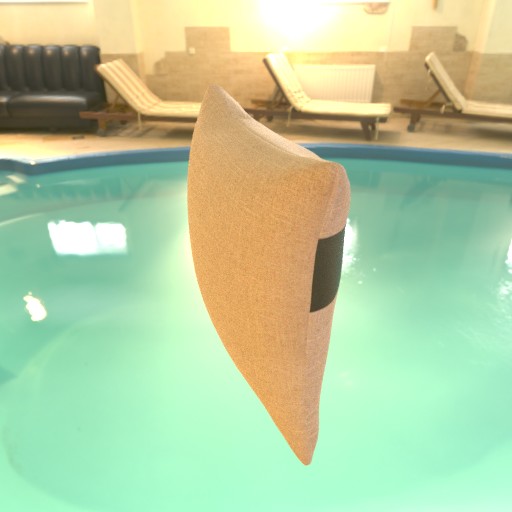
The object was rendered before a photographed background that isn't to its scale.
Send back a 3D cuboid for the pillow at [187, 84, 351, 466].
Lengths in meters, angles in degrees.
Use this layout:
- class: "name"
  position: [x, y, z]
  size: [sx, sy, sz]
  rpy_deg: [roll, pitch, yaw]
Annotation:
- class: "pillow"
  position: [0.000, 0.000, 0.627]
  size: [0.173, 0.399, 0.414]
  rpy_deg: [-10, 32, -16]
